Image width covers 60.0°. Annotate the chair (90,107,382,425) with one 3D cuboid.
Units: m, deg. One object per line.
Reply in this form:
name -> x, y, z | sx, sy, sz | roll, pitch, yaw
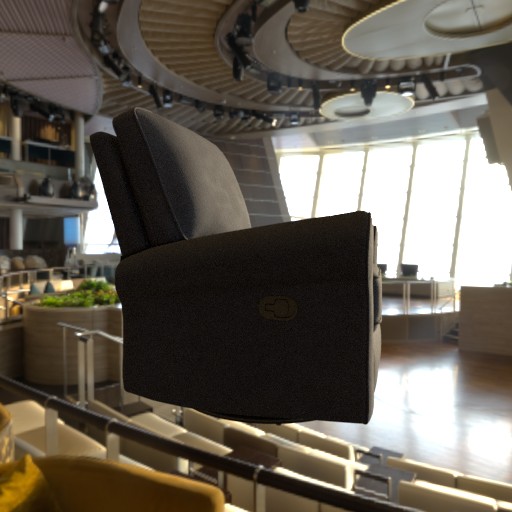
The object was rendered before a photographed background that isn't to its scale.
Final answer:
chair -> 0.000, 0.000, 1.599 | 0.878, 0.961, 0.890 | 0, 1, 16
